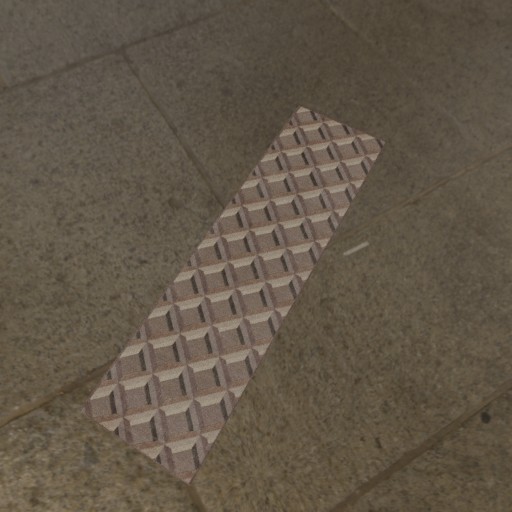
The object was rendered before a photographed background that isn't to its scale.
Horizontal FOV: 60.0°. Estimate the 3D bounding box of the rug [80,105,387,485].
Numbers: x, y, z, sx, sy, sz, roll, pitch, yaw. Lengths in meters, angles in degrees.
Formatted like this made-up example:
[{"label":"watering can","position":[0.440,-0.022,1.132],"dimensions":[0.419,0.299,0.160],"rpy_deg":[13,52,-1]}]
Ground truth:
[{"label":"rug","position":[0.000,0.000,2.662],"dimensions":[0.685,0.013,2.437],"rpy_deg":[27,67,13]}]
